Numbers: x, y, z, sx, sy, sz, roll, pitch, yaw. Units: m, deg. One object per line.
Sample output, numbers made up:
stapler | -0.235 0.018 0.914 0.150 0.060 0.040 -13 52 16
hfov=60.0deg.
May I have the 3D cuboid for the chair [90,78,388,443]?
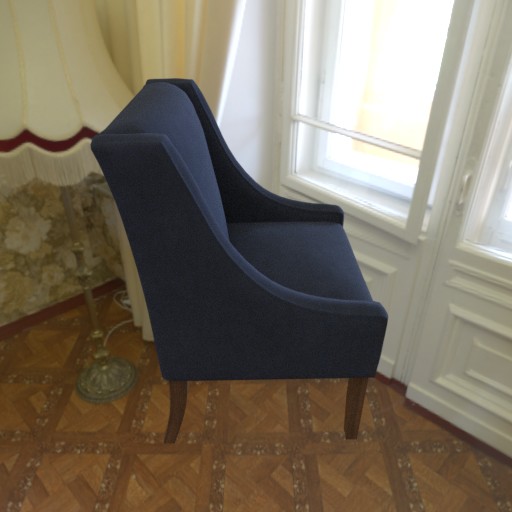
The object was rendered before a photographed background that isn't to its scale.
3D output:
chair | 0.000 0.000 1.298 0.629 0.895 0.629 -1 32 -1
